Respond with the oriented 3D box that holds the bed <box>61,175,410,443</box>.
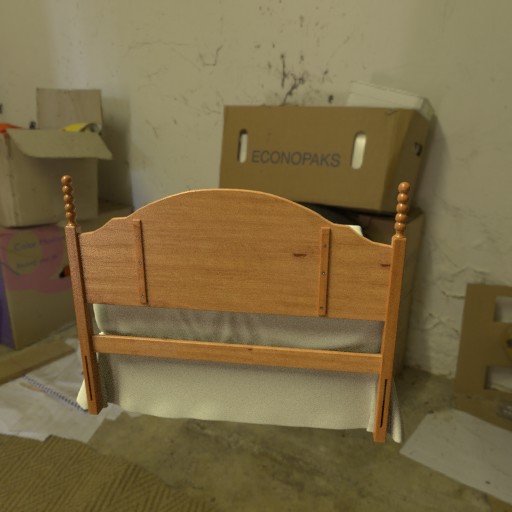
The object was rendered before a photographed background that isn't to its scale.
[{"bbox_3d":[0.000,0.000,3.186,1.873,1.356,2.040,2,17,8],"label":"bed"}]
